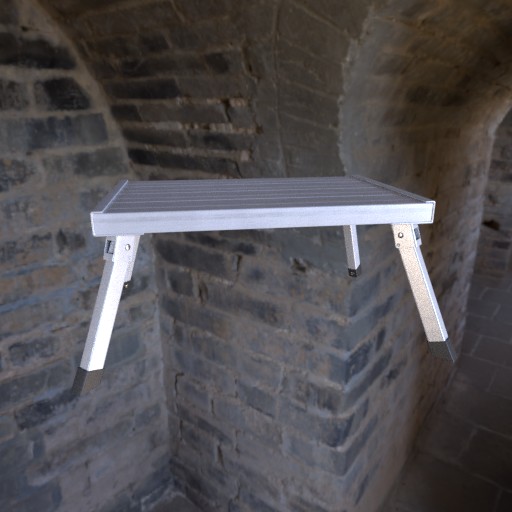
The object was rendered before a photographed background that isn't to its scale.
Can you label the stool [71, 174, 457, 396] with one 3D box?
[{"bbox_3d":[0.000,0.000,0.740,0.535,0.225,0.385,-3,18,-9],"label":"stool"}]
